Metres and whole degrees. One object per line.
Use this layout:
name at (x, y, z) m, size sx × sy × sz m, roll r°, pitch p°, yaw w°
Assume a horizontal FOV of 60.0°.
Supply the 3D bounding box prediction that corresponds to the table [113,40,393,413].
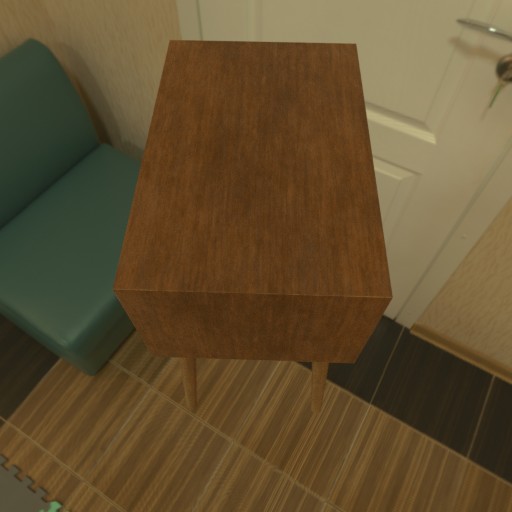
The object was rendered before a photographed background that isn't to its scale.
table at (0.000, 0.000, 0.841) m, size 0.307 × 0.580 × 0.454 m, roll 2°, pitch 58°, yaw 1°
